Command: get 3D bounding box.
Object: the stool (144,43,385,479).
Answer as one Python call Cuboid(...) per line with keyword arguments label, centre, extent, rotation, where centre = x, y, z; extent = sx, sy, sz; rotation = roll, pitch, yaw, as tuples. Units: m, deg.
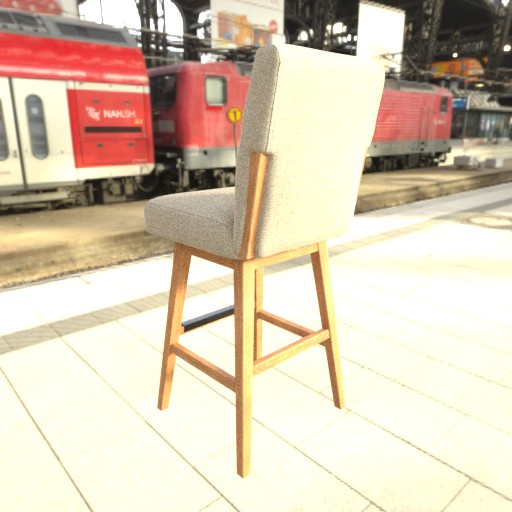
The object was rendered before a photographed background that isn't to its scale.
Cuboid(label="stool", centre=(0.000, 0.000, 1.371), extent=(0.483, 1.106, 0.569), rotation=(-15, 22, -41))
